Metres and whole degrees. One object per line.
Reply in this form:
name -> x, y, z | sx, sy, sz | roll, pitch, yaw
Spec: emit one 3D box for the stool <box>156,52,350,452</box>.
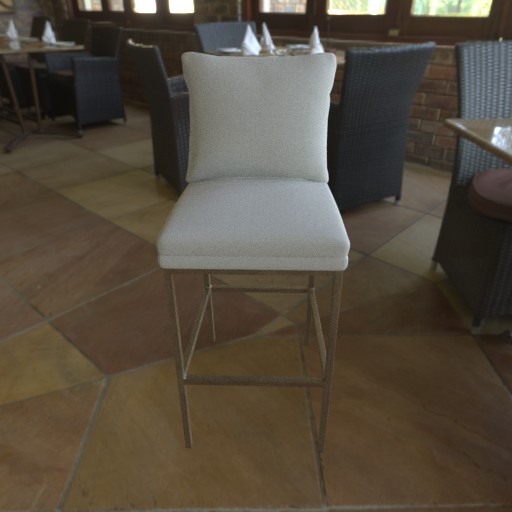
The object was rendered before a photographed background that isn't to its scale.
stool -> 0.000, 0.000, 1.378 | 0.463, 1.125, 0.572 | 1, 30, 2
